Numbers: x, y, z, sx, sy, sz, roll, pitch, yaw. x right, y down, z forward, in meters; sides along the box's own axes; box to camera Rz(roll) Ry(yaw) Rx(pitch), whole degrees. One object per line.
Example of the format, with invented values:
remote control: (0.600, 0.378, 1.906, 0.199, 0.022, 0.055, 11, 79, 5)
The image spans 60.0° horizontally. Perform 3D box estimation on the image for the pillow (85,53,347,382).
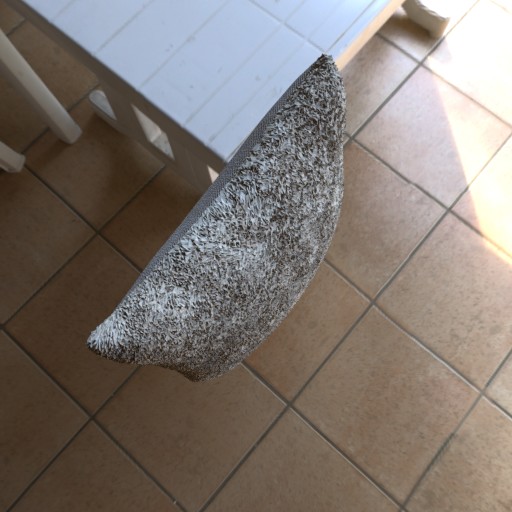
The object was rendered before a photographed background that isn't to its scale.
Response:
pillow: (0.000, 0.000, 0.809, 0.218, 0.515, 0.529, 34, 78, 9)
